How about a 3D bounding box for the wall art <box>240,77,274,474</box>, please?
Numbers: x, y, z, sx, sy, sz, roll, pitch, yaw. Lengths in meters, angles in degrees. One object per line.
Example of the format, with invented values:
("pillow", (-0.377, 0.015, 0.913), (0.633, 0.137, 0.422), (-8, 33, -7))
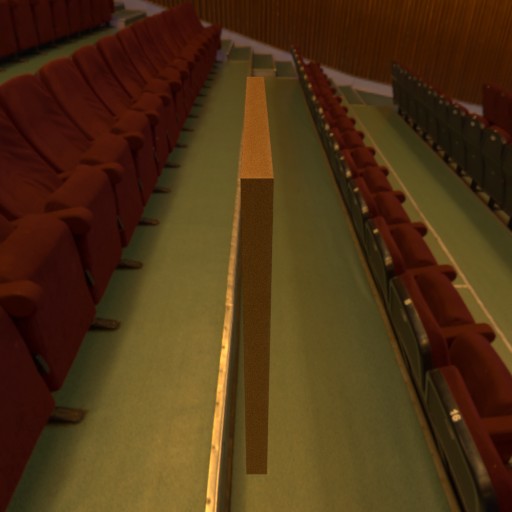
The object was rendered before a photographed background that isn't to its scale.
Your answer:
("wall art", (0.000, 0.000, 0.791), (0.033, 0.509, 0.510), (0, 33, 0))
